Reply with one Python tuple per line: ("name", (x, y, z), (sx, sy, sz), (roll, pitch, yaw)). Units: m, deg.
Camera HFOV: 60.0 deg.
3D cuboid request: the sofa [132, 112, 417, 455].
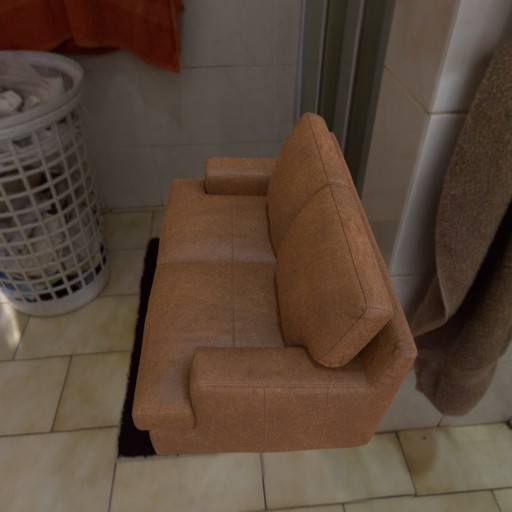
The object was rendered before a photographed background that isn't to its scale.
("sofa", (0.000, 0.000, 2.484), (1.144, 0.966, 1.880), (-2, 42, -2))
